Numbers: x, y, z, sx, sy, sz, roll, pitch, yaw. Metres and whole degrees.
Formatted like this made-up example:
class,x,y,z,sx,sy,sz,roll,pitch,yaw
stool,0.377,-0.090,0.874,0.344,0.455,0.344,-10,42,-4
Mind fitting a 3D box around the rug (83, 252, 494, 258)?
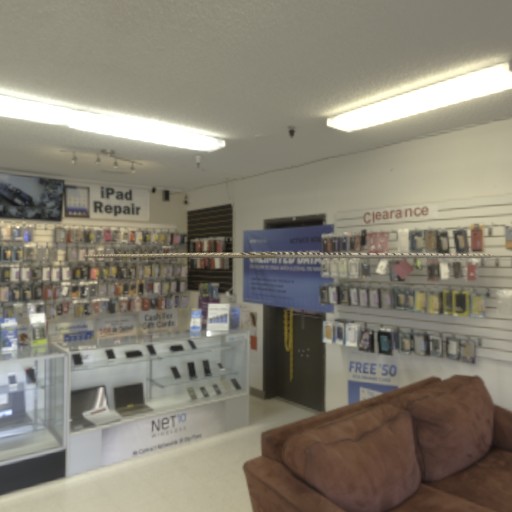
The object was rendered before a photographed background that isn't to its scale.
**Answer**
class,x,y,z,sx,sy,sz,roll,pitch,yaw
rug,0.000,0.000,2.309,1.237,0.019,1.842,0,0,-37
